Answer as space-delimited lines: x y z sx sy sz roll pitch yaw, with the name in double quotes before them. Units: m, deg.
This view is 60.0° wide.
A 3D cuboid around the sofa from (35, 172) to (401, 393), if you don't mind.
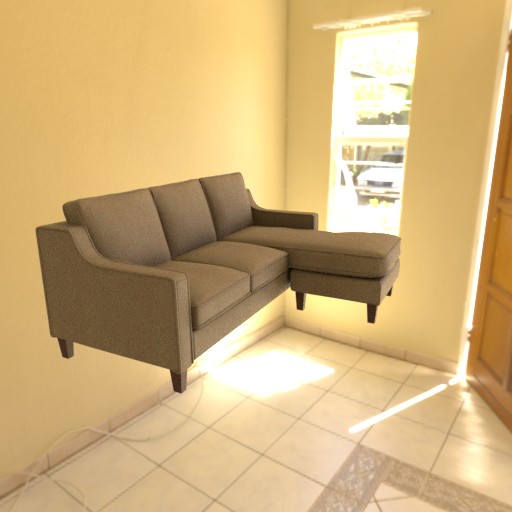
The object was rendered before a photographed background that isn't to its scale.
"sofa" 0.000 0.000 3.385 1.858 1.081 2.317 8 17 26
